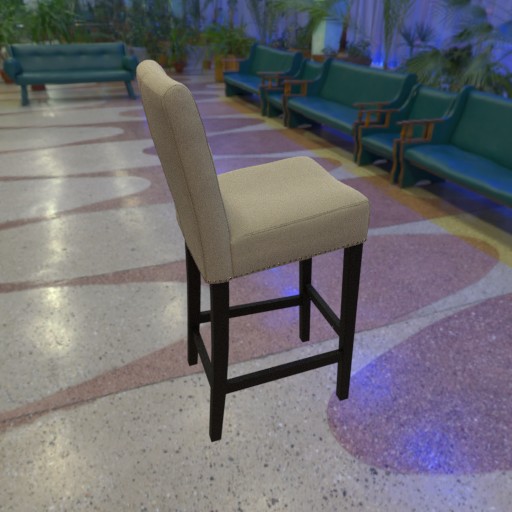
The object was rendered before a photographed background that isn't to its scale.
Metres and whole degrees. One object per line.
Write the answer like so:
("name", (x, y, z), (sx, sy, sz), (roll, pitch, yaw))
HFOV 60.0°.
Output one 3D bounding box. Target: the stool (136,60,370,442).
("stool", (0.000, 0.000, 1.311), (0.548, 1.047, 0.411), (-10, 32, -17))
